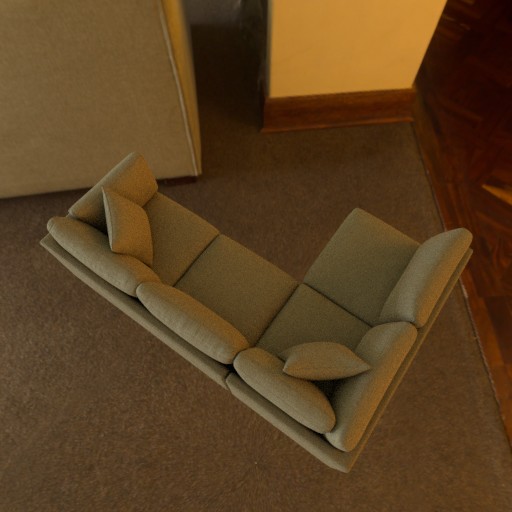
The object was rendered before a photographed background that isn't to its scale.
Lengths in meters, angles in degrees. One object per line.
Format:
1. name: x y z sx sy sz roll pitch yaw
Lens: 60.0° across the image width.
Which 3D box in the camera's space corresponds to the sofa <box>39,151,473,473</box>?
1. sofa: 0.000 0.000 3.739 2.896 0.978 1.994 33 69 14
